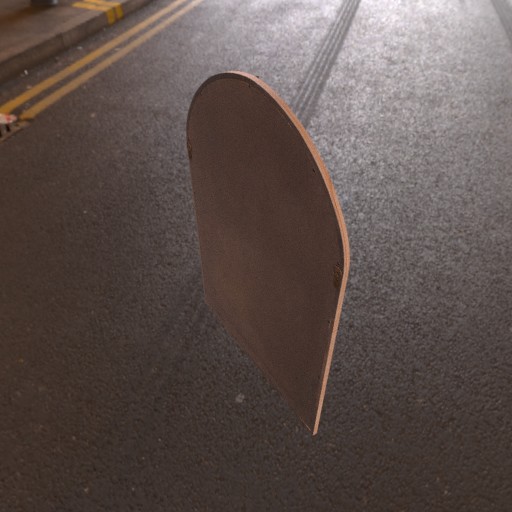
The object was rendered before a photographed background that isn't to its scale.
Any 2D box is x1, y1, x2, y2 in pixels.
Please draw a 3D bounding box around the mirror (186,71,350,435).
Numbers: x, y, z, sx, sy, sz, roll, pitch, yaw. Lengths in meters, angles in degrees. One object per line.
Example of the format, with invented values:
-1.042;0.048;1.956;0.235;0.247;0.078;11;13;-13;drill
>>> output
0.000;0.000;1.142;0.032;0.915;0.609;-25;48;-25;mirror
